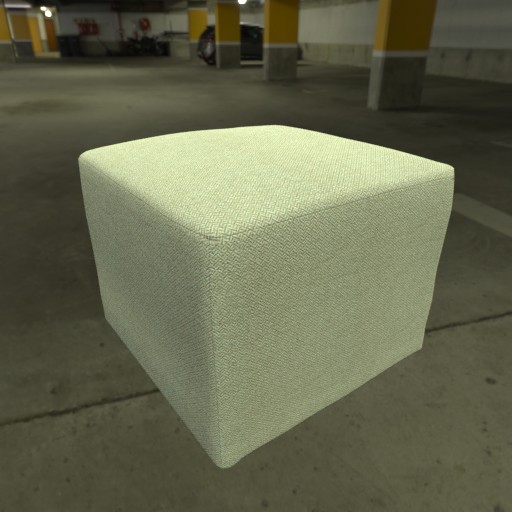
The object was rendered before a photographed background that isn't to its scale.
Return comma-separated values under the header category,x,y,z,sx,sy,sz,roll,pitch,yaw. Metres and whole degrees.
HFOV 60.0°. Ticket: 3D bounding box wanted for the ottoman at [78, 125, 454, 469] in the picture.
category,x,y,z,sx,sy,sz,roll,pitch,yaw
ottoman,0.000,0.000,0.899,0.512,0.453,0.521,-18,32,-32
